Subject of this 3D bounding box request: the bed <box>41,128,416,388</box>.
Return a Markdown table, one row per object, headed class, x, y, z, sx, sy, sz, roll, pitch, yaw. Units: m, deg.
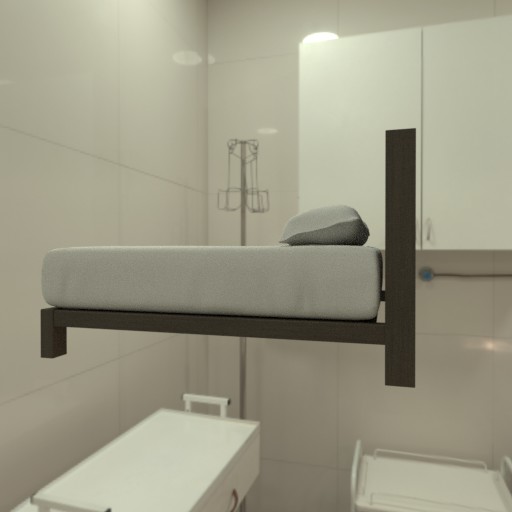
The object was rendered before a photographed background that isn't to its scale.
| class | x | y | z | sx | sy | sz | roll | pitch | yaw |
| --- | --- | --- | --- | --- | --- | --- | --- | --- | --- |
| bed | 0.000 | 0.000 | 3.487 | 2.238 | 1.261 | 2.143 | 0 | 0 | 16 |
